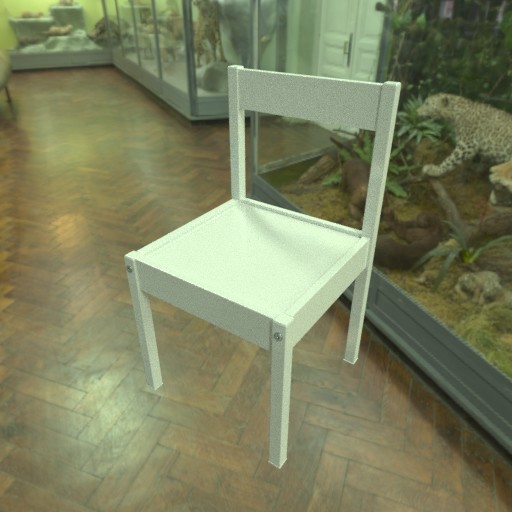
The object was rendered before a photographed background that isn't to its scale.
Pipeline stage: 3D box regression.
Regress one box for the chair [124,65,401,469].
[{"bbox_3d":[0.000,0.000,0.699,0.285,0.505,0.285,20,36,29],"label":"chair"}]
